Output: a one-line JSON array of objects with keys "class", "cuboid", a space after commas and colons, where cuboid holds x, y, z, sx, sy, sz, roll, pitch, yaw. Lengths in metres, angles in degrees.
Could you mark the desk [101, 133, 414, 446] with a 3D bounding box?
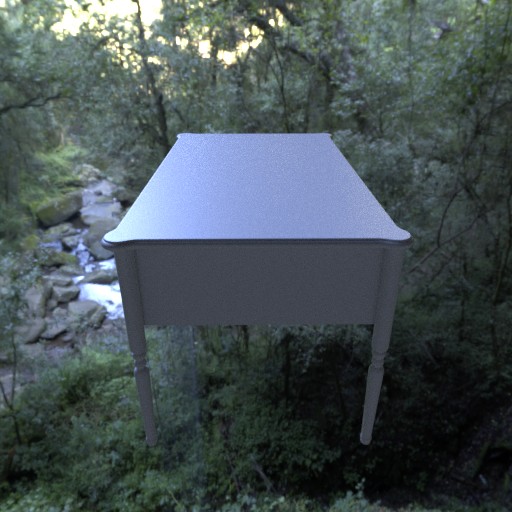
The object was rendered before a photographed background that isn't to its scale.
[{"class": "desk", "cuboid": [0.000, 0.000, 1.885, 0.807, 0.762, 1.380, 0, 27, 0]}]
